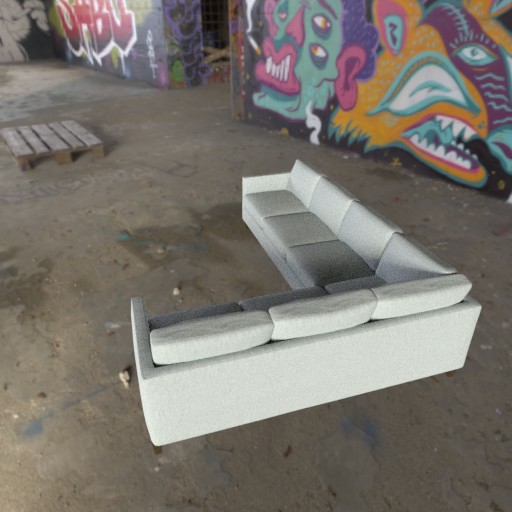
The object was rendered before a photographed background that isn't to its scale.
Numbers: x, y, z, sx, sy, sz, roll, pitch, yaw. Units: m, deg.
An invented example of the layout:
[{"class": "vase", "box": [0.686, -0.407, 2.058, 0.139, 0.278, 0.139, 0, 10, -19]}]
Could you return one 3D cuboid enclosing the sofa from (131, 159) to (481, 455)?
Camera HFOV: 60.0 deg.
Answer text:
[{"class": "sofa", "box": [0.000, 0.000, 4.423, 2.522, 0.934, 3.333, -9, 31, -15]}]
